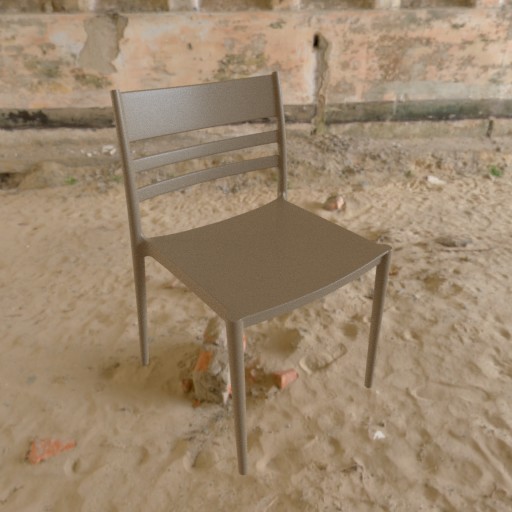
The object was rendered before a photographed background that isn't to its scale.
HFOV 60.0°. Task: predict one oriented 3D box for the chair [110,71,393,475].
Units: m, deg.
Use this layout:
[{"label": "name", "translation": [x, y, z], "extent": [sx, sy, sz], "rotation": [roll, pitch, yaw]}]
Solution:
[{"label": "chair", "translation": [0.000, 0.000, 1.133], "extent": [0.531, 0.800, 0.511], "rotation": [-21, 36, -31]}]
